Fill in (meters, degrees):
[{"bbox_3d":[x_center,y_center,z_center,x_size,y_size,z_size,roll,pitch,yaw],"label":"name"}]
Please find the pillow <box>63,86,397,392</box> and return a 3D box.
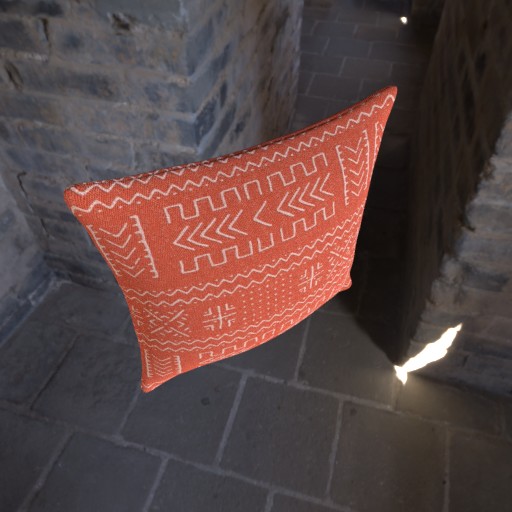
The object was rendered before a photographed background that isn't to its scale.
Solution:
[{"bbox_3d":[0.000,0.000,0.656,0.438,0.429,0.164,-24,52,-20],"label":"pillow"}]
